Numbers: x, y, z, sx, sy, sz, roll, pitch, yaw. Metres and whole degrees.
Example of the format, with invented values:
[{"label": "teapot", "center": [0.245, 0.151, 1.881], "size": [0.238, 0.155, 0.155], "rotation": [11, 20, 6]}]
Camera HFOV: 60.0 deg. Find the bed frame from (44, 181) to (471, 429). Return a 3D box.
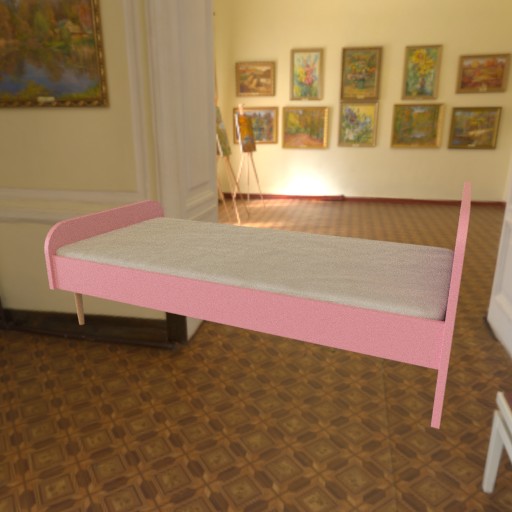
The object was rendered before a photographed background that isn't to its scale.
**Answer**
[{"label": "bed frame", "center": [0.000, 0.000, 2.350], "size": [1.963, 0.805, 0.998], "rotation": [8, 19, 24]}]
